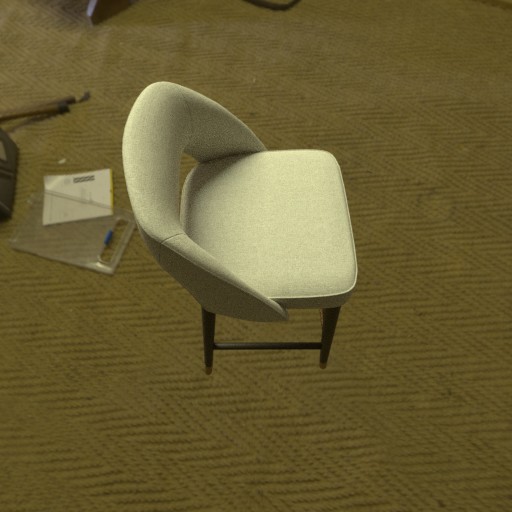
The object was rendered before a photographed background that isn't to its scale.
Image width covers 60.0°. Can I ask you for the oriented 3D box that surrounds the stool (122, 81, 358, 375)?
[{"bbox_3d":[0.000,0.000,1.304,0.509,1.037,0.494,-3,63,-1],"label":"stool"}]
